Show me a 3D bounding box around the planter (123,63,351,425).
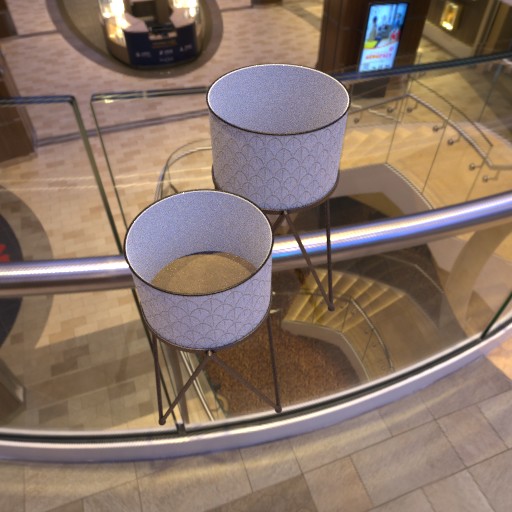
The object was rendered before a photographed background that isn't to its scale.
[{"bbox_3d":[0.000,0.000,1.161,0.413,0.712,0.769,18,50,16],"label":"planter"}]
